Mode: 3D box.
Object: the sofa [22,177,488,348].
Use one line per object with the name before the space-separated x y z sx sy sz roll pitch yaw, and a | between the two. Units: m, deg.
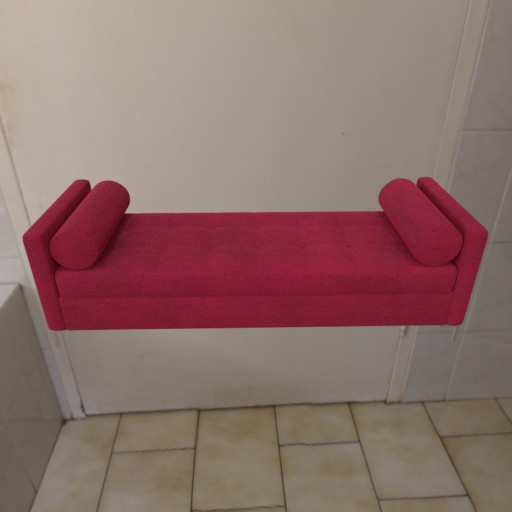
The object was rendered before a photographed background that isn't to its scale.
sofa | 0.000 0.000 2.307 1.981 0.635 0.686 -1 30 -1
